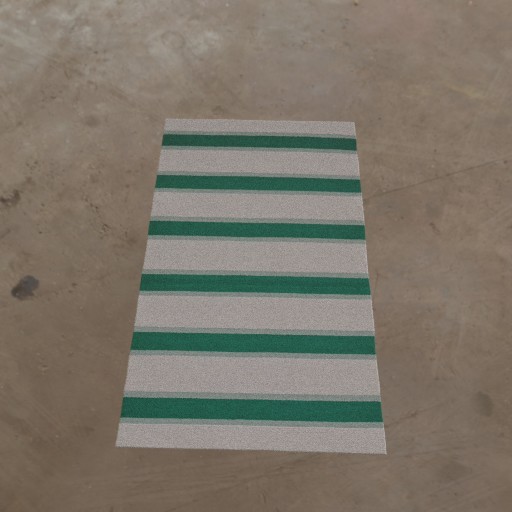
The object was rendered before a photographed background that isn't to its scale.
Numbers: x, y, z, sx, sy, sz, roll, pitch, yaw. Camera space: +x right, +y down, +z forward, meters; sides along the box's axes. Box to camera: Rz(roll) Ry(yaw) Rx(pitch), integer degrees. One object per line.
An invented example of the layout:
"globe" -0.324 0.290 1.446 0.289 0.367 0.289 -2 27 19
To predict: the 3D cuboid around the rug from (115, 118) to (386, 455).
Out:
"rug" 0.000 0.000 3.019 1.521 0.015 2.436 1 64 1
